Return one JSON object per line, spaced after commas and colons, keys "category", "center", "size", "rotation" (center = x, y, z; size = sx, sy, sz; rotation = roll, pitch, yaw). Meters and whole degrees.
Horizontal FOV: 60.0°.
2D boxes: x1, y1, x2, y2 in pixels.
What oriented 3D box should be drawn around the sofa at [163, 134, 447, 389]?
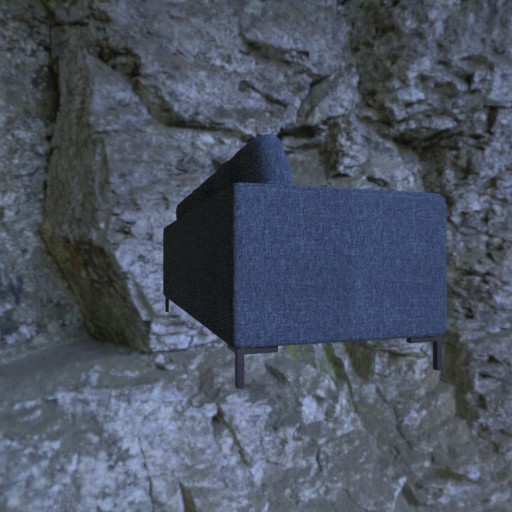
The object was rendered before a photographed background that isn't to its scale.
{"category": "sofa", "center": [0.000, 0.000, 2.594], "size": [0.859, 0.874, 2.218], "rotation": [0, 0, -18]}
